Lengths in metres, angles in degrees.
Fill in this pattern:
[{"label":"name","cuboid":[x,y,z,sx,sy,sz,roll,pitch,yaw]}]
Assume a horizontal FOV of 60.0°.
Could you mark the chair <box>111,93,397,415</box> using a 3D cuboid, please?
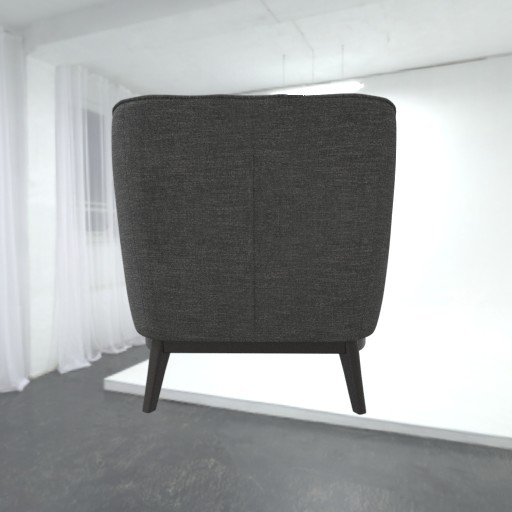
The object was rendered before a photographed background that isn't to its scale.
[{"label":"chair","cuboid":[0.000,0.000,1.495,0.870,0.829,0.851,0,2,1]}]
